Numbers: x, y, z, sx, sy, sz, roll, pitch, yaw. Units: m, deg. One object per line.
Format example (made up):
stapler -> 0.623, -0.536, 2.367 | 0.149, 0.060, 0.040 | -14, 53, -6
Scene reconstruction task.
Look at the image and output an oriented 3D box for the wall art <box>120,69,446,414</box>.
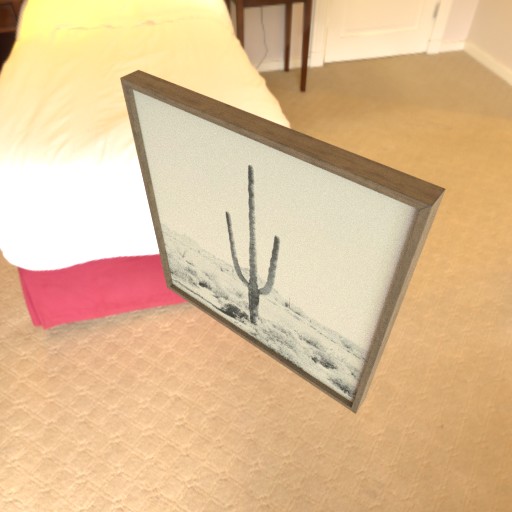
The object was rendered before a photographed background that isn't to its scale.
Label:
wall art -> 0.000, 0.000, 0.776 | 0.508, 0.508, 0.038 | 29, 53, 25
